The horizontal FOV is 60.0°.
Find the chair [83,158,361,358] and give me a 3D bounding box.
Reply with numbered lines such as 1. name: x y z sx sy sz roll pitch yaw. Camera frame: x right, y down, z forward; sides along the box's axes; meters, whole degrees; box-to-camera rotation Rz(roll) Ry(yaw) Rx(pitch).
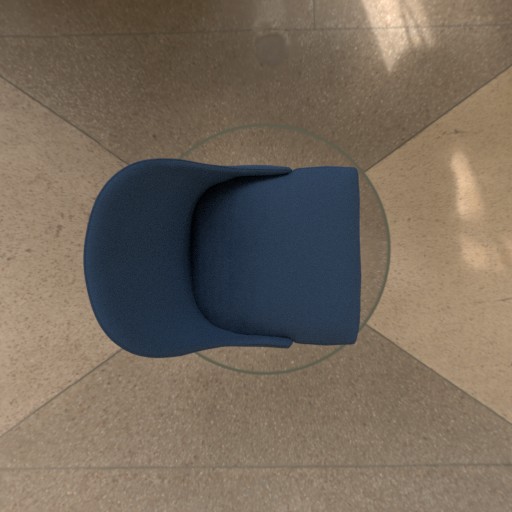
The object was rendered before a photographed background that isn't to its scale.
1. chair: 0.000 0.000 1.179 0.559 0.896 0.478 0 91 1
